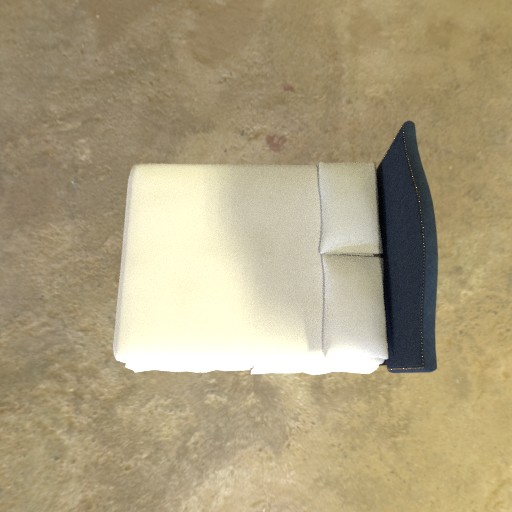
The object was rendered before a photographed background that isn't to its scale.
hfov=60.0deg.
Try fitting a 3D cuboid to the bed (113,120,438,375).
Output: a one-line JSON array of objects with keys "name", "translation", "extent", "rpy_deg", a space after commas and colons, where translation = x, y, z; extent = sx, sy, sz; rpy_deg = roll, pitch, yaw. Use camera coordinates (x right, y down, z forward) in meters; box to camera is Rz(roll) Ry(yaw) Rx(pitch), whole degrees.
[{"name": "bed", "translation": [0.000, 0.000, 3.331], "extent": [2.153, 1.518, 1.713], "rpy_deg": [1, 75, 0]}]
